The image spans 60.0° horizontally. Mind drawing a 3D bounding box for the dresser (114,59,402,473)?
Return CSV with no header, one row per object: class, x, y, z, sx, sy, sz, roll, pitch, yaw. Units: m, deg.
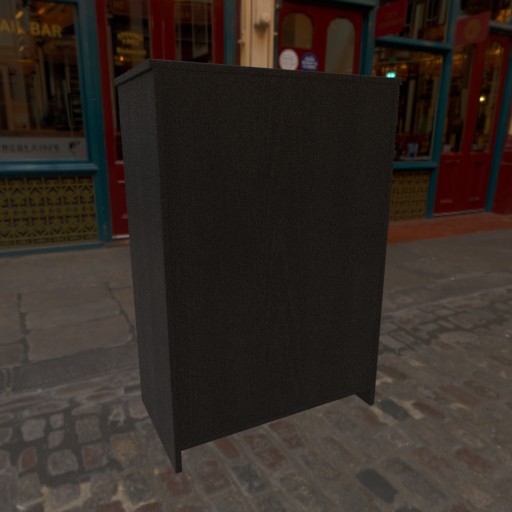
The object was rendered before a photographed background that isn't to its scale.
dresser,0.000,0.000,1.365,0.700,1.020,0.398,-8,17,-26
